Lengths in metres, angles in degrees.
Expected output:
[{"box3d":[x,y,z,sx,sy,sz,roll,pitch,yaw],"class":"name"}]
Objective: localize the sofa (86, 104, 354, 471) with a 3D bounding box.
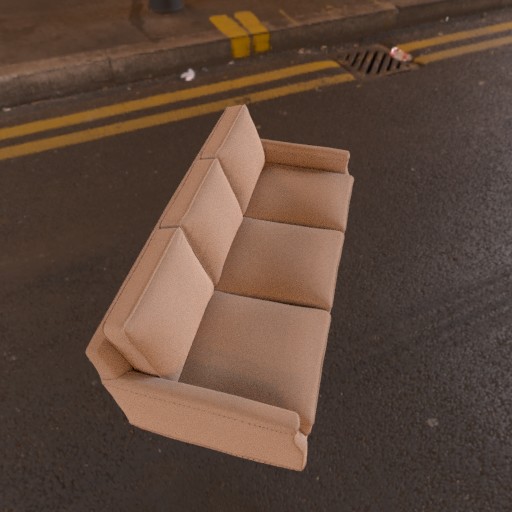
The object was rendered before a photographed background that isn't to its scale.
[{"box3d":[0.000,0.000,2.874,1.084,1.003,2.246,11,48,9],"class":"sofa"}]
